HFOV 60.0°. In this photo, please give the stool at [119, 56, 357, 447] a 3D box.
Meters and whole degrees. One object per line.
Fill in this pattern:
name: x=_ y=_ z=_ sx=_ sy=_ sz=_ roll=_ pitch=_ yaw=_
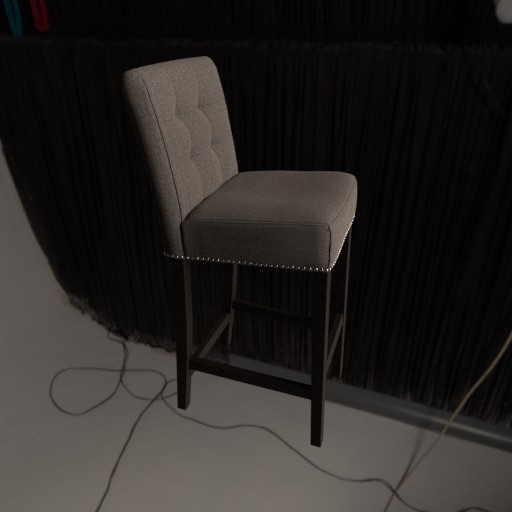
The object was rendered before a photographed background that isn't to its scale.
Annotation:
stool: x=0.000 y=0.000 z=1.317 sx=0.548 sy=1.047 sz=0.411 roll=10 pitch=30 yaw=18
